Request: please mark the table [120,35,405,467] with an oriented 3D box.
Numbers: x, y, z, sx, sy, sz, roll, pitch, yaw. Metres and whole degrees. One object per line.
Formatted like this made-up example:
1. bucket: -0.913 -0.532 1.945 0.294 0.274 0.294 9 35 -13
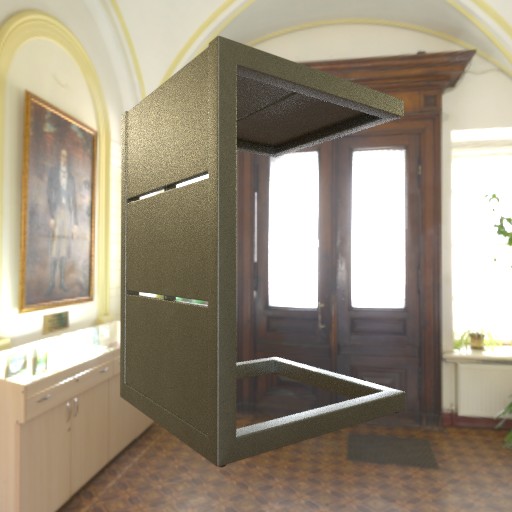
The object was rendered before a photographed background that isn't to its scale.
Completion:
1. table: 0.000 0.000 0.902 0.420 0.609 0.405 1 -1 -36
